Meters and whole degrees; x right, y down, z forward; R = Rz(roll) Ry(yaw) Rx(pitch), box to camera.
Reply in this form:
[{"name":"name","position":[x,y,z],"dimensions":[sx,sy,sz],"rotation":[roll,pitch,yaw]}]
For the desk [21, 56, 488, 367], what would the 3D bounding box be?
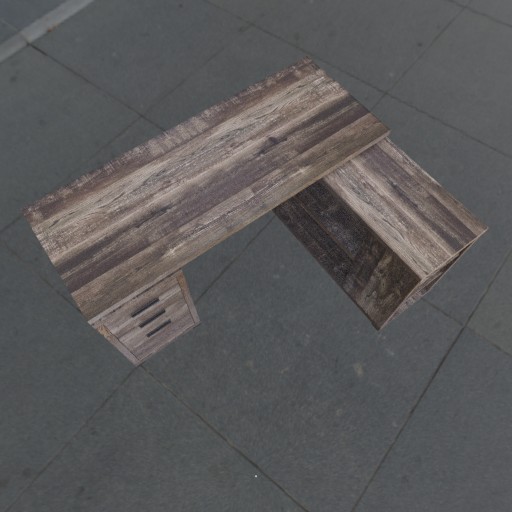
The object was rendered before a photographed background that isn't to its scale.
[{"name":"desk","position":[0.000,0.000,2.148],"dimensions":[1.524,0.753,1.200],"rotation":[-34,68,-15]}]
